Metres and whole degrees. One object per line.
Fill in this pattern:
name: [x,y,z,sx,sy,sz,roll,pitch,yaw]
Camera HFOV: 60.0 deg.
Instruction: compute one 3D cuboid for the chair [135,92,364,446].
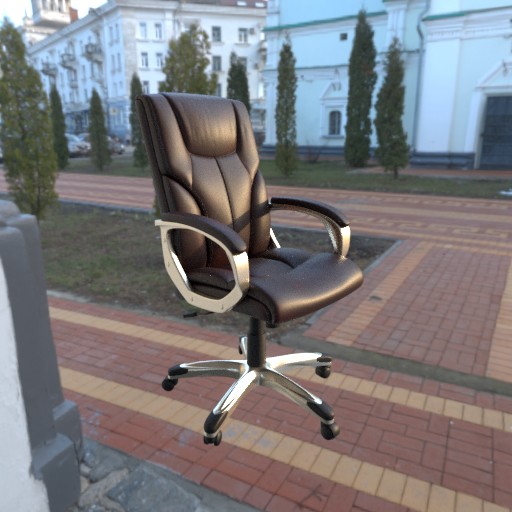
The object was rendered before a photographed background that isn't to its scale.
chair: [0.000,0.000,1.552,0.739,1.107,0.662,14,21,42]
